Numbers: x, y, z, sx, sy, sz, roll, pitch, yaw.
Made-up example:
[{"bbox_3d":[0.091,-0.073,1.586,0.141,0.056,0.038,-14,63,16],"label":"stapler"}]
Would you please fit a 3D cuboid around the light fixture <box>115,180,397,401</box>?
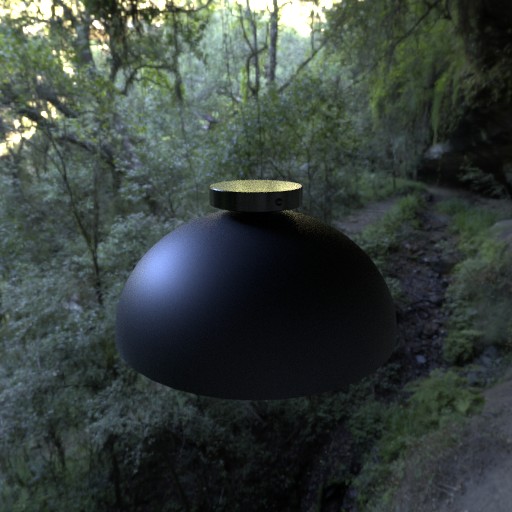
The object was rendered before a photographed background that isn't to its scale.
[{"bbox_3d":[0.000,0.000,0.559,0.355,0.177,0.355,0,16,0],"label":"light fixture"}]
